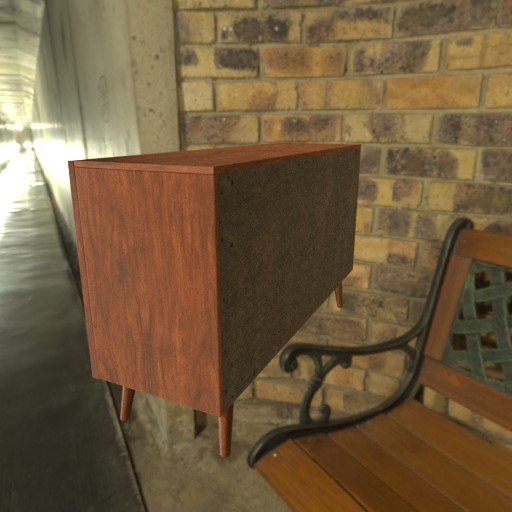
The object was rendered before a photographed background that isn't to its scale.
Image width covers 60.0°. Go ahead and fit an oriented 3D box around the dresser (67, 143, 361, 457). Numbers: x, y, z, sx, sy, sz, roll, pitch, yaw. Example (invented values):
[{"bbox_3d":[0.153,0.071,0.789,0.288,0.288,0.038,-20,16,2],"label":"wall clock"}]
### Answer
[{"bbox_3d":[0.000,0.000,1.906,0.500,0.889,1.472,8,18,25],"label":"dresser"}]
